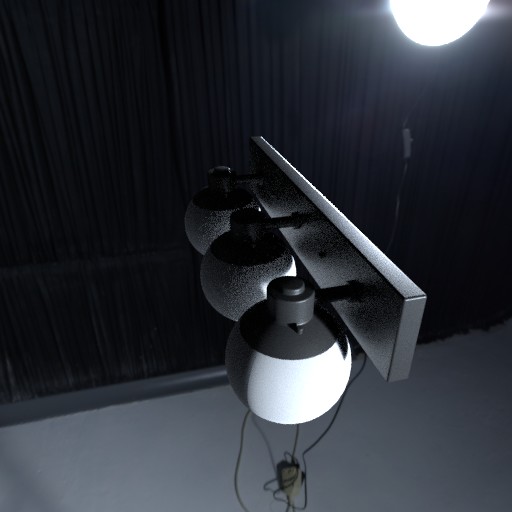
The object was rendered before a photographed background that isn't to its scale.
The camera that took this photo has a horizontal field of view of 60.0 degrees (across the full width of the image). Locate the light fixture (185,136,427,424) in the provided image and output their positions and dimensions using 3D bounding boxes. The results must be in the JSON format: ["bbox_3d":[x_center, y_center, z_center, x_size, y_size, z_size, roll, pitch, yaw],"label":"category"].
[{"bbox_3d":[0.000,0.000,0.853,0.218,0.263,0.721,-8,31,-13],"label":"light fixture"}]
